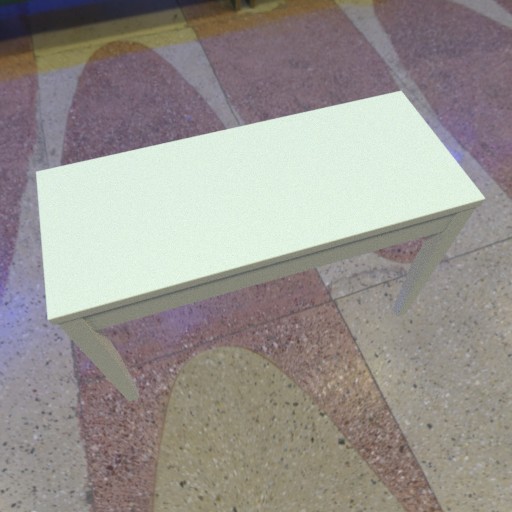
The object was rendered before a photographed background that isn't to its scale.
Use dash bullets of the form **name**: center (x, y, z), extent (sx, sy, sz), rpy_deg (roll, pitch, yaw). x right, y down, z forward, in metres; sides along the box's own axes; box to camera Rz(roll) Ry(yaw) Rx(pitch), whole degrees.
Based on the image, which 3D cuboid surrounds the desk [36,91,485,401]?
- **desk**: center (0.000, 0.000, 1.621), extent (1.220, 0.775, 0.508), rpy_deg (-15, 59, -10)
